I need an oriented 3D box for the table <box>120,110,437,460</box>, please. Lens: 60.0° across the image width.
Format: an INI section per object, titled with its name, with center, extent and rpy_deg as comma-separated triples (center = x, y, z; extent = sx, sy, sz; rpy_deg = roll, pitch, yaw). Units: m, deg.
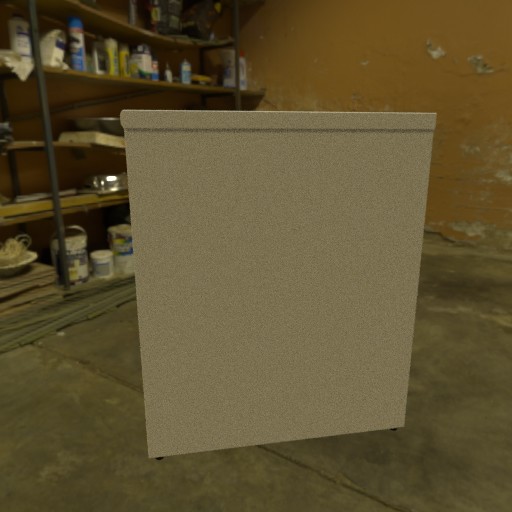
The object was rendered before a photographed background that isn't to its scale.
[table]
center = 0.000, 0.000, 0.777
extent = 0.380, 0.460, 0.420
rpy_deg = -3, 15, -10
